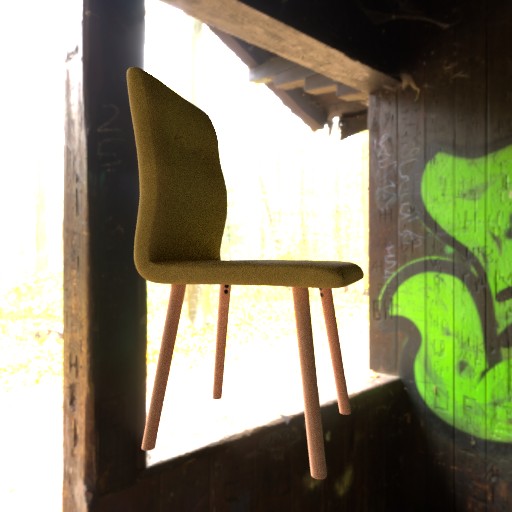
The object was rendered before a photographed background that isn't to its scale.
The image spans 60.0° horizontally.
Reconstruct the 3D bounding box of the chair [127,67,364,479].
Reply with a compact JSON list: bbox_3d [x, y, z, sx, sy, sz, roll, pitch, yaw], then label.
[{"bbox_3d":[0.000,0.000,1.241,0.550,0.965,0.450,0,0,19],"label":"chair"}]
